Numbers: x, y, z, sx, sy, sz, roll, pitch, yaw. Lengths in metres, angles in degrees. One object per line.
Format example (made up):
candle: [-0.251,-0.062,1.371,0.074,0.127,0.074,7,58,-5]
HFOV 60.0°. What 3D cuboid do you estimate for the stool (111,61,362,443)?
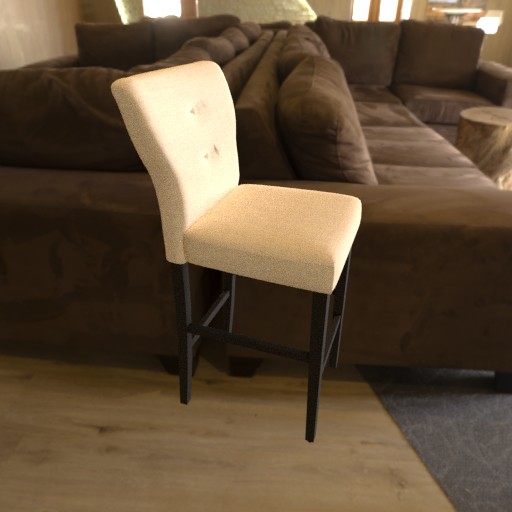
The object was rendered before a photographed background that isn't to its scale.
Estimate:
stool: [0.000,0.000,1.454,0.603,1.124,0.516,11,32,18]
